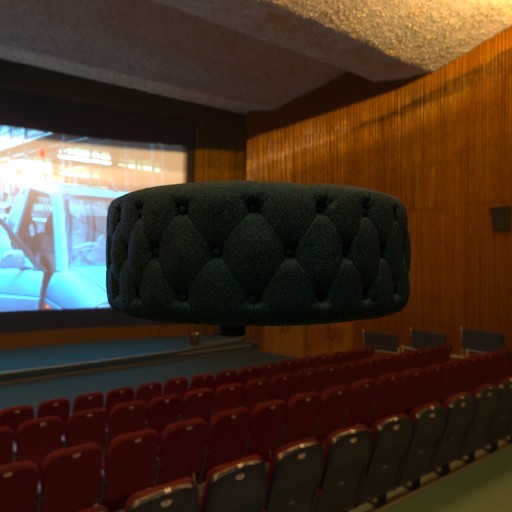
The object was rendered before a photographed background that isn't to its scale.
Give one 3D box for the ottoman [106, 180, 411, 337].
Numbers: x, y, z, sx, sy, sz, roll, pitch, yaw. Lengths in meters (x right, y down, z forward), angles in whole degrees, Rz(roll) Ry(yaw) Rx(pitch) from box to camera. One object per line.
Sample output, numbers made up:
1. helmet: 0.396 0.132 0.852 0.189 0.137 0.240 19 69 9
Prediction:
1. ottoman: 0.000 0.000 1.533 0.998 0.398 0.998 0 0 0
